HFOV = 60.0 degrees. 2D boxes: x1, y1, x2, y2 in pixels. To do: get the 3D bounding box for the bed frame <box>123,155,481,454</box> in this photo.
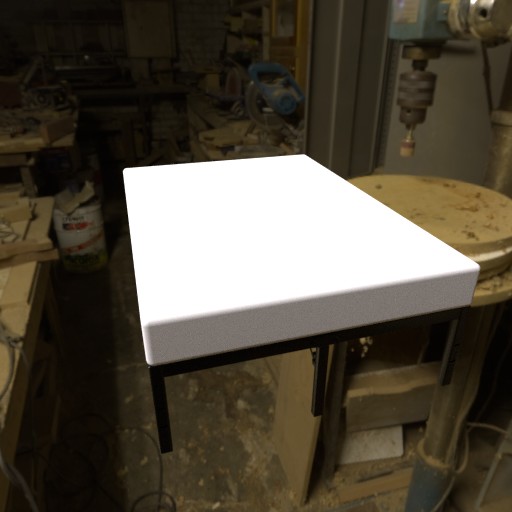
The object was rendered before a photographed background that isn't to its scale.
[{"bbox_3d":[0.000,0.000,2.656,1.408,0.659,1.956,-8,28,-15],"label":"bed frame"}]
